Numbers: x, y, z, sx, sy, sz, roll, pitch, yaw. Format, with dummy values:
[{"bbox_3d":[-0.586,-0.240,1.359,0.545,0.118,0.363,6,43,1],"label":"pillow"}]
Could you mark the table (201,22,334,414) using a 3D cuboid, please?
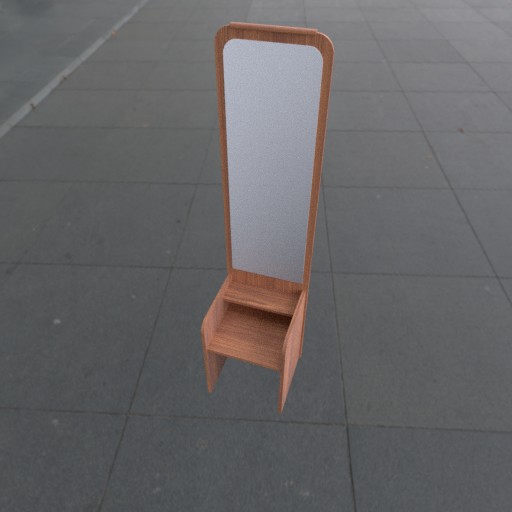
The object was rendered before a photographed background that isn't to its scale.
[{"bbox_3d":[0.000,0.000,2.022,0.450,1.830,0.420,12,42,14],"label":"table"}]
